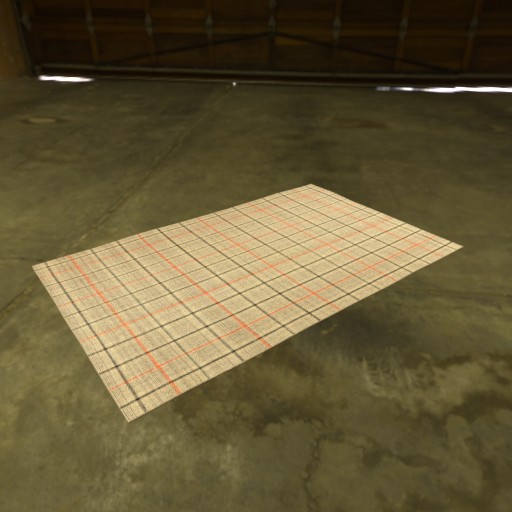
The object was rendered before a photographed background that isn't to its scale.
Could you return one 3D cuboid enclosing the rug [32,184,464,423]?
[{"bbox_3d":[0.000,0.000,2.943,2.439,0.015,1.524,-21,36,-32],"label":"rug"}]
